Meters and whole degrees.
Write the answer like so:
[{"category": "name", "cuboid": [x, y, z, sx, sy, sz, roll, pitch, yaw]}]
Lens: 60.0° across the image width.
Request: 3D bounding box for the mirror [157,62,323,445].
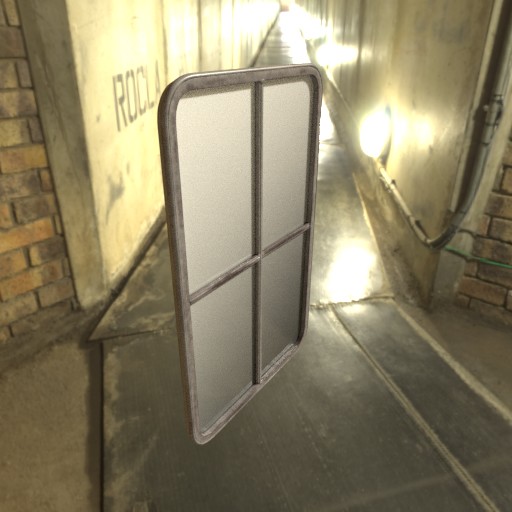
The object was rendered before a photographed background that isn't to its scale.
[{"category": "mirror", "cuboid": [0.000, 0.000, 0.906, 0.024, 0.713, 0.461, 17, 31, 31]}]
